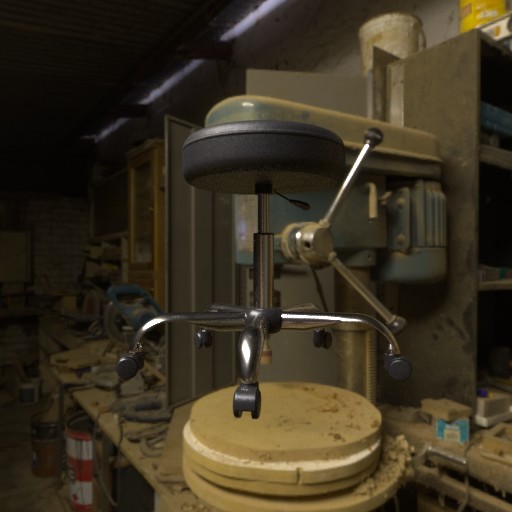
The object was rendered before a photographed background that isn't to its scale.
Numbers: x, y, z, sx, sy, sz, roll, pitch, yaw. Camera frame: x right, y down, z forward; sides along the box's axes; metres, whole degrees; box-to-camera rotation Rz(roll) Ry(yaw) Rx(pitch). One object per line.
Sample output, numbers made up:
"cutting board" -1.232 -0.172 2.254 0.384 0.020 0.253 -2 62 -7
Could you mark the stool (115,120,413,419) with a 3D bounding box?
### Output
"stool" 0.000 0.000 1.147 0.673 0.576 0.638 0 0 -34
